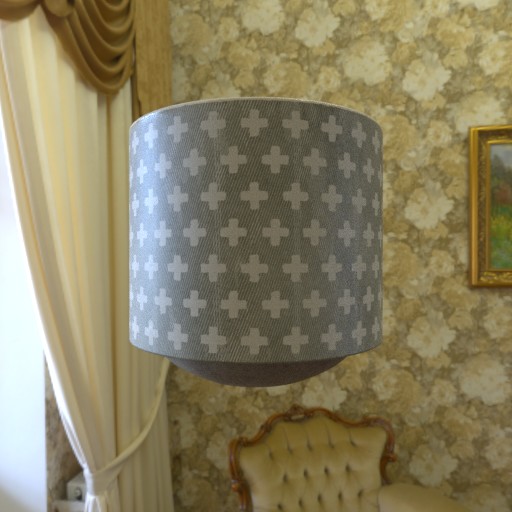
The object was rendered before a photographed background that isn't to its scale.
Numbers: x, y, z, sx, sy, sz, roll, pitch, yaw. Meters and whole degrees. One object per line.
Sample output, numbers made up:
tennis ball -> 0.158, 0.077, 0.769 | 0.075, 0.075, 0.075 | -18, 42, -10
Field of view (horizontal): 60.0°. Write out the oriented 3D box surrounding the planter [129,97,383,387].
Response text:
planter -> 0.000, 0.000, 0.345 | 0.190, 0.181, 0.190 | 0, 0, 0
